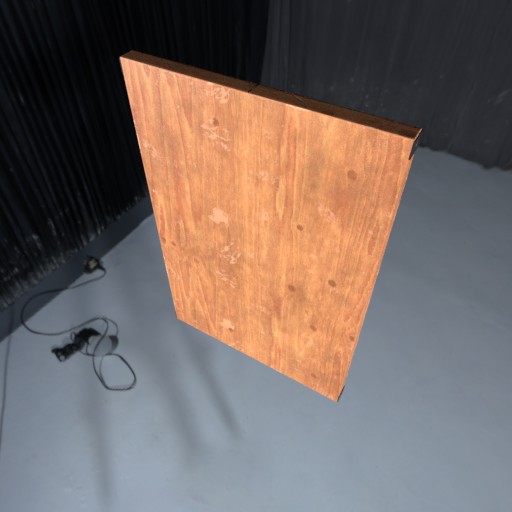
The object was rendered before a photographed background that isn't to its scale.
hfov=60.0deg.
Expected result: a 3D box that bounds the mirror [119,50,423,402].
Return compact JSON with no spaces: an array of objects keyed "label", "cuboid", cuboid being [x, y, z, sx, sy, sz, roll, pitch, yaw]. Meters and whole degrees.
[{"label":"mirror","cuboid":[0.000,0.000,0.959,0.517,0.761,0.053,23,51,21]}]
